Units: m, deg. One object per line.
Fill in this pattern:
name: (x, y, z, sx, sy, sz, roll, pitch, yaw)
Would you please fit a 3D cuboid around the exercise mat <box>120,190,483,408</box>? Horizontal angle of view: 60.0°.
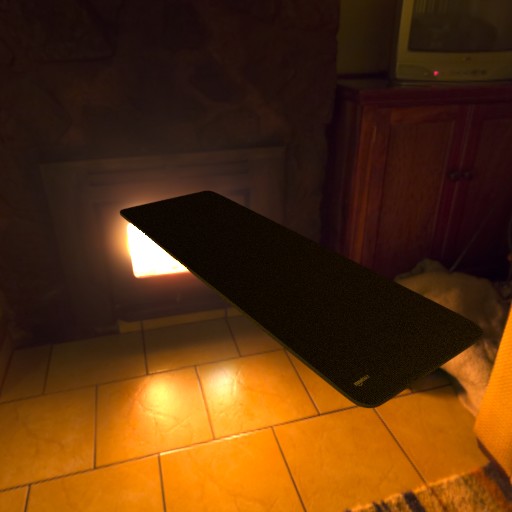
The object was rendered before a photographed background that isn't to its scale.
exercise mat: (0.000, 0.000, 2.028, 0.616, 0.021, 1.869, -18, 32, -32)
